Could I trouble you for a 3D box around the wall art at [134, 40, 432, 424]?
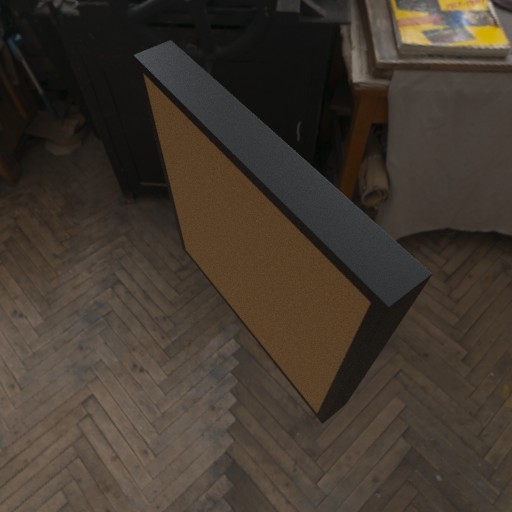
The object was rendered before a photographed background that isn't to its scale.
[{"bbox_3d":[0.000,0.000,0.453,0.038,0.304,0.304,-32,63,-19],"label":"wall art"}]
